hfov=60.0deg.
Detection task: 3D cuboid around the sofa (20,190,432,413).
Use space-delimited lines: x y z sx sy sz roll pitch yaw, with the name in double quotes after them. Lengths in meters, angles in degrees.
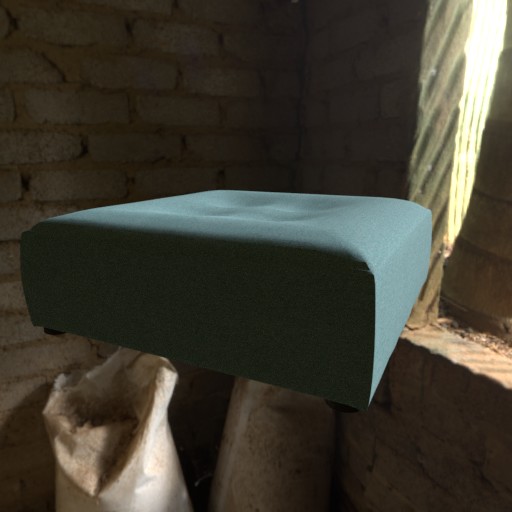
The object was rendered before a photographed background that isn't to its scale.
0.000 0.000 1.376 0.930 0.330 0.930 7 15 26 "sofa"
